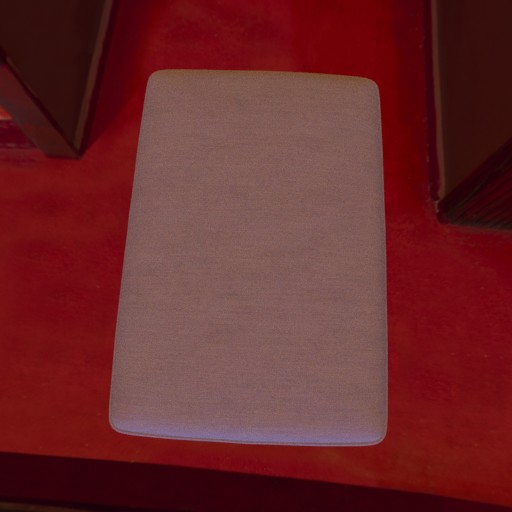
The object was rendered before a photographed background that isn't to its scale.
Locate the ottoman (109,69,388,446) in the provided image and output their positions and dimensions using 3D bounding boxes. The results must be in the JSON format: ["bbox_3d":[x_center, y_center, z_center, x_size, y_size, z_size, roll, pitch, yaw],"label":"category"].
[{"bbox_3d":[0.000,0.000,1.264,0.636,0.480,0.941,2,76,1],"label":"ottoman"}]
